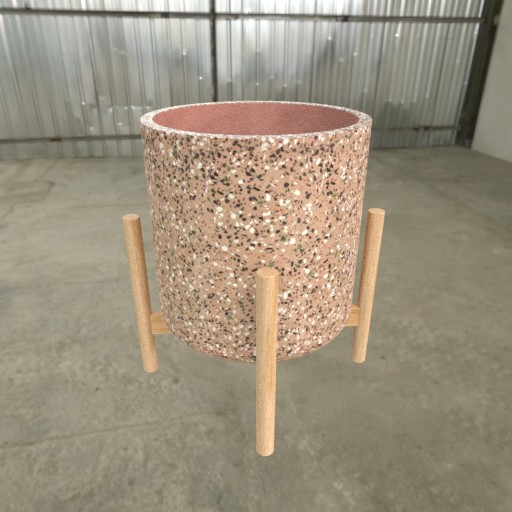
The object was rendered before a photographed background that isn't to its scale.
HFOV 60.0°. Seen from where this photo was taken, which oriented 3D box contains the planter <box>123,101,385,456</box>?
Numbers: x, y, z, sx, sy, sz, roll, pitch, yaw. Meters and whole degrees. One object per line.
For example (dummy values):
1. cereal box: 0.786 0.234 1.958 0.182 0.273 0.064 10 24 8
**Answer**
1. planter: 0.000 0.000 0.685 0.360 0.419 0.360 8 27 17
